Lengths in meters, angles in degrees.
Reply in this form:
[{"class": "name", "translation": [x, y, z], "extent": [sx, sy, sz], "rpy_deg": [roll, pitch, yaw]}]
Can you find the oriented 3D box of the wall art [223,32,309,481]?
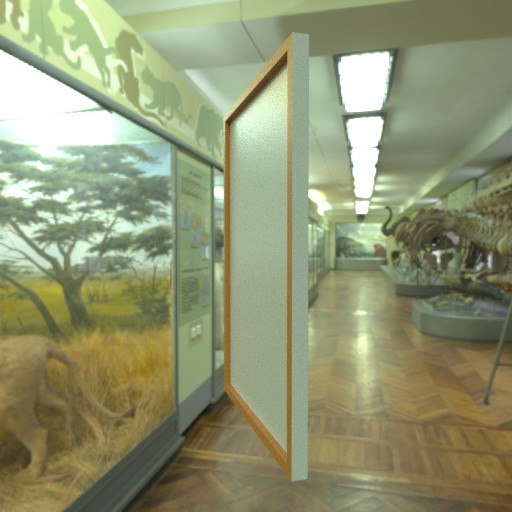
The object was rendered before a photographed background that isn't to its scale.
[{"class": "wall art", "translation": [0.000, 0.000, 0.795], "extent": [0.025, 0.608, 0.405], "rpy_deg": [0, 2, -17]}]
